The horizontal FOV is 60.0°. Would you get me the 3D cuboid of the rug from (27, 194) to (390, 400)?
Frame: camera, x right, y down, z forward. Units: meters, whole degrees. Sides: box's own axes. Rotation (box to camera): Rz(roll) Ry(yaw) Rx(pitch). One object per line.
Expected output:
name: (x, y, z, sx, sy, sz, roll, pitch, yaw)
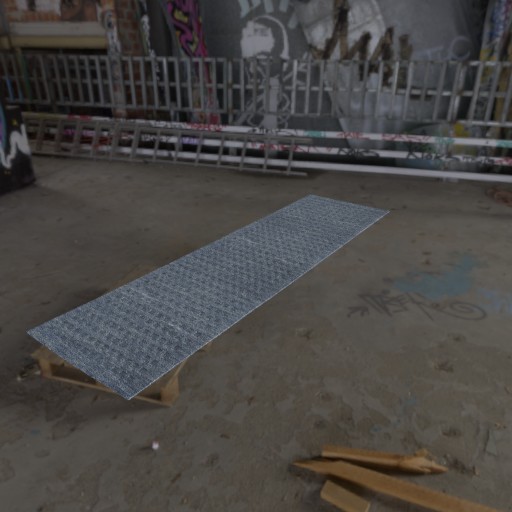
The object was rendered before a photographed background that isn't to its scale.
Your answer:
rug: (0.000, 0.000, 2.631, 0.688, 0.008, 2.443, 18, 31, 33)
